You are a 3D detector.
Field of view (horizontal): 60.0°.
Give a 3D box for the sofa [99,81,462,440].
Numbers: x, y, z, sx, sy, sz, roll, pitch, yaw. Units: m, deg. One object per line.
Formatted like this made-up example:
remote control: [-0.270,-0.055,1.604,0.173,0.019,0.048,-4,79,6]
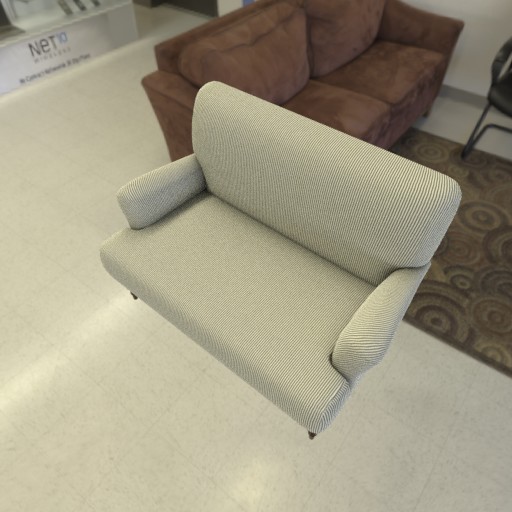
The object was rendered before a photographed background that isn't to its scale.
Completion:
sofa: [0.000,0.000,1.835,1.297,0.889,0.779,32,55,26]
